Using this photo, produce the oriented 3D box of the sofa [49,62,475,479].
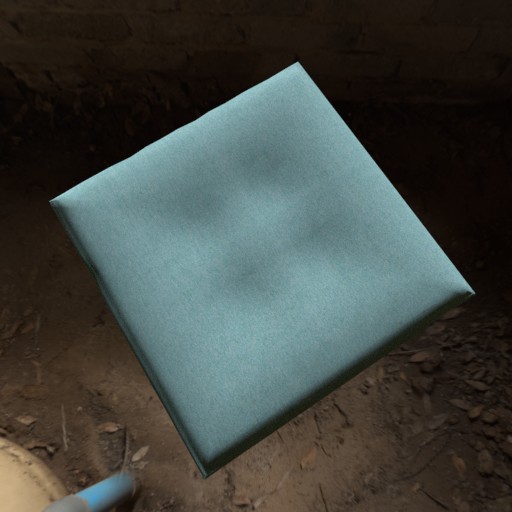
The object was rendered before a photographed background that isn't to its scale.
[{"bbox_3d":[0.000,0.000,1.415,0.930,0.330,0.930,-32,78,-7],"label":"sofa"}]
